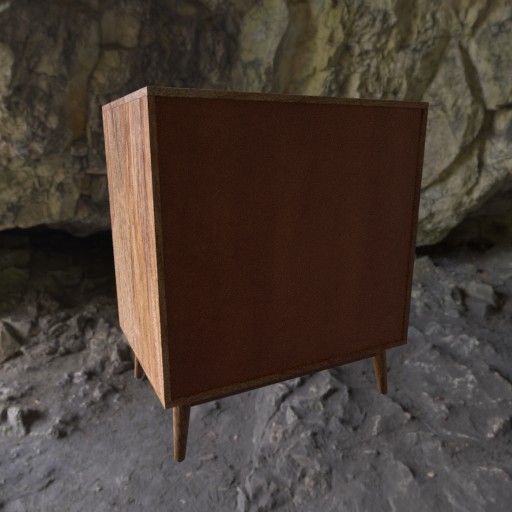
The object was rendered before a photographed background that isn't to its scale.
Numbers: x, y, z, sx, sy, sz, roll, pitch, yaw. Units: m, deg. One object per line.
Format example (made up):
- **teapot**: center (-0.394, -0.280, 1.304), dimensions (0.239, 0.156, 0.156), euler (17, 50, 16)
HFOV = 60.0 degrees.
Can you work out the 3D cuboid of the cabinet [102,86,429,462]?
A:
- **cabinet**: center (0.000, 0.000, 1.168), dimensions (0.647, 0.758, 0.473), euler (-7, 16, -26)
